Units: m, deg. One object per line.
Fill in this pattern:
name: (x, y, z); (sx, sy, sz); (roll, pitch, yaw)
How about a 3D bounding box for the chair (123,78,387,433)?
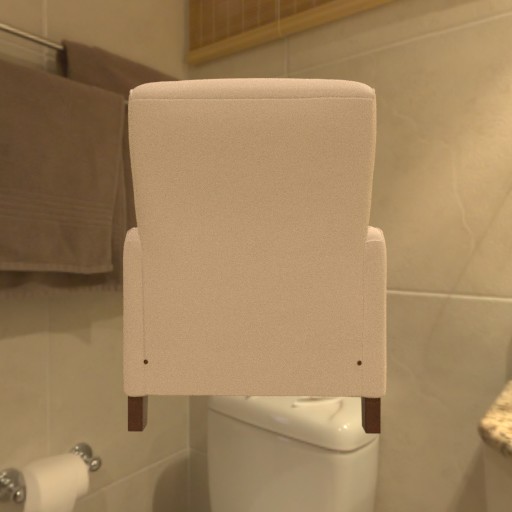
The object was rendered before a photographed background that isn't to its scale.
chair: (0.000, 0.000, 1.634); (0.841, 1.028, 0.858); (0, 2, 1)
